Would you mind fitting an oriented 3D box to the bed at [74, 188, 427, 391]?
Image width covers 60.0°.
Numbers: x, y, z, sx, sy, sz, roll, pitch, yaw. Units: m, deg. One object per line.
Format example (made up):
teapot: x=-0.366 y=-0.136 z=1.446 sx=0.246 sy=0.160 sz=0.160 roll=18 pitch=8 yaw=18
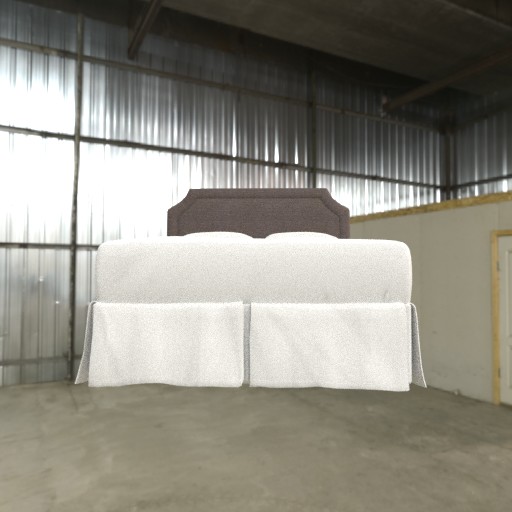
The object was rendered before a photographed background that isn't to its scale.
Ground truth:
bed: x=0.000 y=0.000 z=3.073 sx=1.693 sy=1.290 sz=2.116 roll=0 pitch=-1 yaw=1
